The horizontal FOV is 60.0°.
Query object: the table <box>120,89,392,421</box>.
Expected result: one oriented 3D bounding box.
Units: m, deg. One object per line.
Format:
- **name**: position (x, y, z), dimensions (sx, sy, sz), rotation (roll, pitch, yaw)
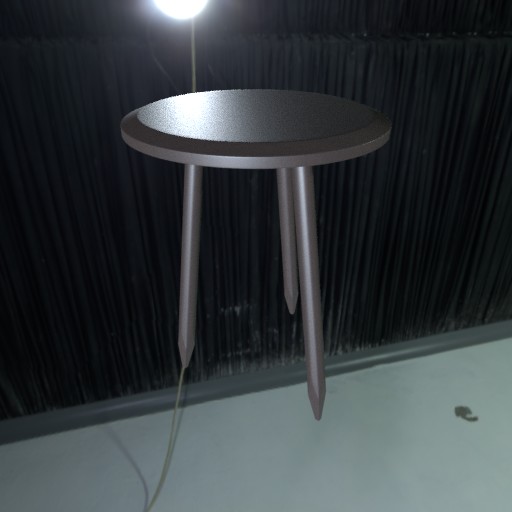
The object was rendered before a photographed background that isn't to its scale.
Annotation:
- **table**: position (0.000, 0.000, 0.915), dimensions (0.457, 0.585, 0.457), rotation (0, 30, 0)
